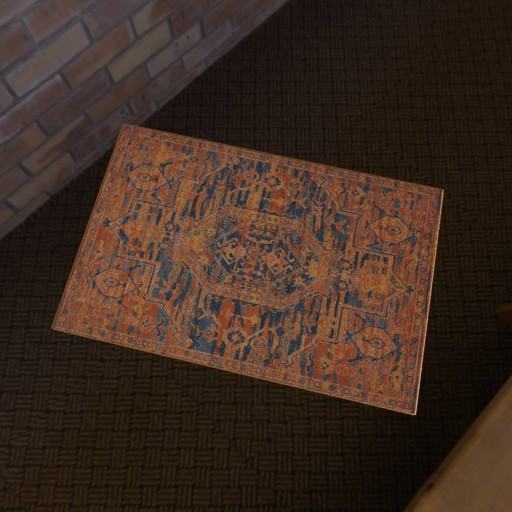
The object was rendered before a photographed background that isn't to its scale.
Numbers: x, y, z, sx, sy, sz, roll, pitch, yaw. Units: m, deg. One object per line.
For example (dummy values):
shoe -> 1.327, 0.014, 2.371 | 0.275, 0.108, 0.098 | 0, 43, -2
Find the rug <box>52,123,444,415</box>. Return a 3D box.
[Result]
rug -> 0.000, 0.000, 2.227 | 1.758, 0.013, 1.148 | 12, 75, 3
